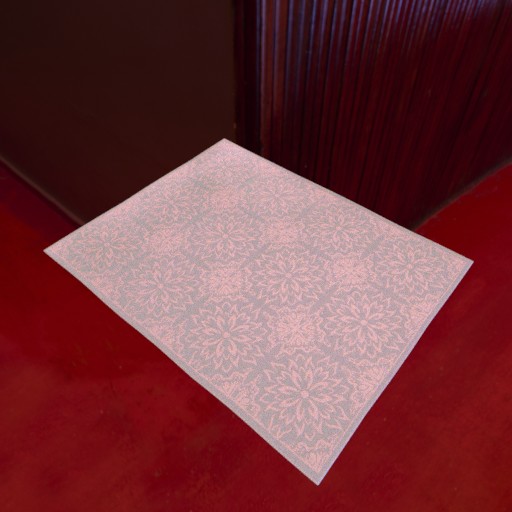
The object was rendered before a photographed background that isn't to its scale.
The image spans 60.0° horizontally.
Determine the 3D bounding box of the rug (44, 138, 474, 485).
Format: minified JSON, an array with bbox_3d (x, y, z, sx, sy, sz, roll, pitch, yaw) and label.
[{"bbox_3d":[0.000,0.000,3.913,2.980,0.012,2.363,32,55,26],"label":"rug"}]
